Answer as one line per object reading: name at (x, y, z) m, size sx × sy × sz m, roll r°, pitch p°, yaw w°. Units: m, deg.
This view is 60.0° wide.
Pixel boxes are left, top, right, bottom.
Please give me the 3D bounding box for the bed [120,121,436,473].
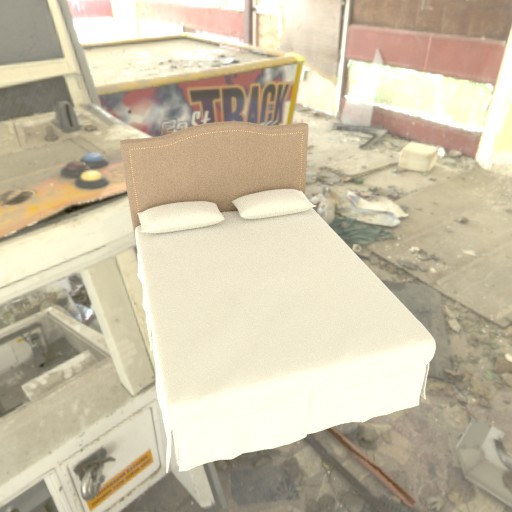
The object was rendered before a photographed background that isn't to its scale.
bed at (0.000, 0.000, 3.388) m, size 1.821 × 1.436 × 2.282 m, roll -10°, pitch 34°, yaw -15°
